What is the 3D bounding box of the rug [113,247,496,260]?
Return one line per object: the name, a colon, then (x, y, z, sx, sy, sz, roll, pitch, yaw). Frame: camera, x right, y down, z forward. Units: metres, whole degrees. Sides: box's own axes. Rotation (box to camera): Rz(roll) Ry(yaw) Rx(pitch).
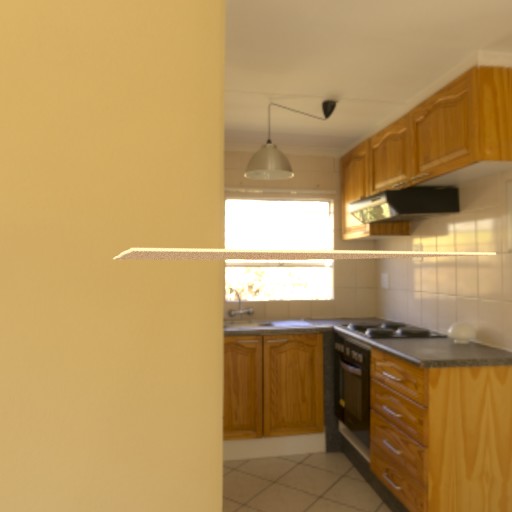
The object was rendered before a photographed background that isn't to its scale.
rug: (0.000, 0.000, 3.875, 2.311, 0.032, 2.921, 0, -1, -19)
